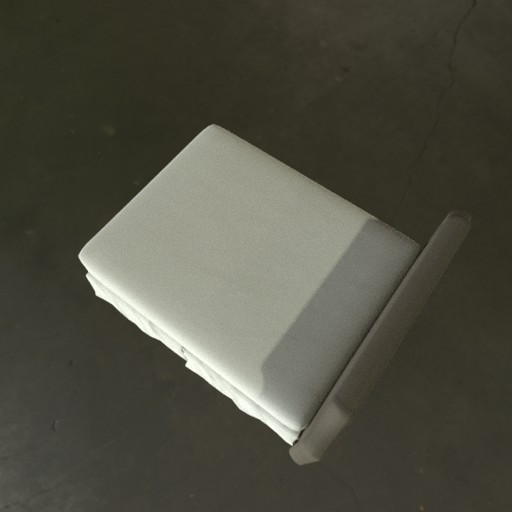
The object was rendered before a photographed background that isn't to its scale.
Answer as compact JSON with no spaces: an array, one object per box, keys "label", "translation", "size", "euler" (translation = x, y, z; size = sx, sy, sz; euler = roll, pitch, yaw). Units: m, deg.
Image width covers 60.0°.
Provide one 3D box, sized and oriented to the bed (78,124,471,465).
[{"label":"bed","translation":[0.000,0.000,3.222],"size":[2.181,1.297,1.831],"euler":[34,69,15]}]
